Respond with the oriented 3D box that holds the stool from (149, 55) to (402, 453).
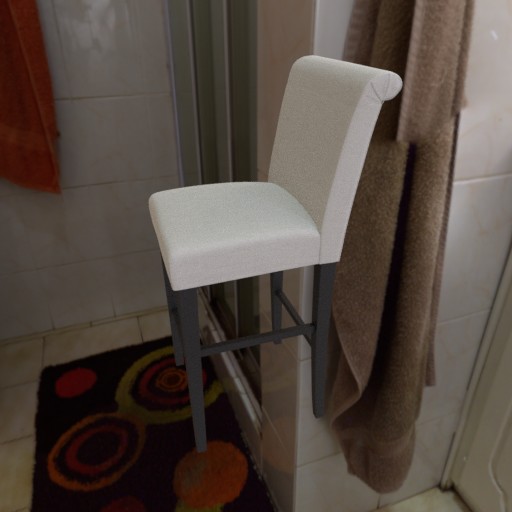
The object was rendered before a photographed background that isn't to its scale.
[{"bbox_3d":[0.000,0.000,1.415,0.597,1.124,0.452,-9,31,-16],"label":"stool"}]
